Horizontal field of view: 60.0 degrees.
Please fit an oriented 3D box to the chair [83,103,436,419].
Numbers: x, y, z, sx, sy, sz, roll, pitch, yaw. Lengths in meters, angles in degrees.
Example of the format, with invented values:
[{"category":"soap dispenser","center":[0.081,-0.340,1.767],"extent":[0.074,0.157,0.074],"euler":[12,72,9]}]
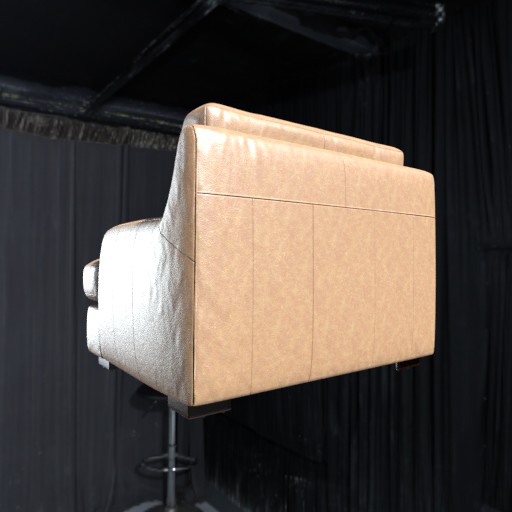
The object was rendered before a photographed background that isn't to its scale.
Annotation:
[{"category":"chair","center":[0.000,0.000,1.972],"extent":[1.276,0.978,1.050],"euler":[0,-1,-36]}]
